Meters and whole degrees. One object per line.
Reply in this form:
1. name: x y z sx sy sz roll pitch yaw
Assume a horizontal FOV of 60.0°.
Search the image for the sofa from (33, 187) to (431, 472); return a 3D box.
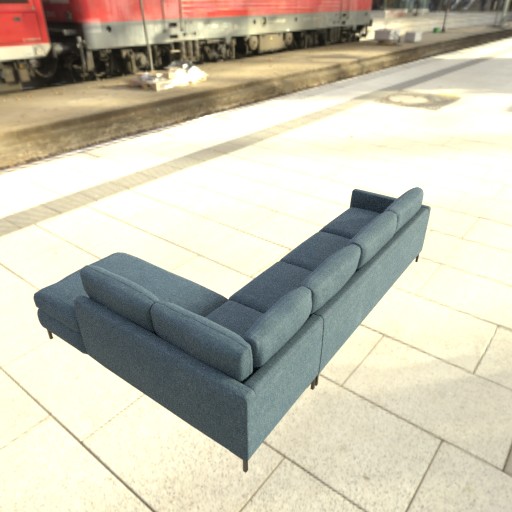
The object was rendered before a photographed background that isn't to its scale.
1. sofa: 0.000 0.000 3.791 2.007 0.815 2.949 20 36 31
